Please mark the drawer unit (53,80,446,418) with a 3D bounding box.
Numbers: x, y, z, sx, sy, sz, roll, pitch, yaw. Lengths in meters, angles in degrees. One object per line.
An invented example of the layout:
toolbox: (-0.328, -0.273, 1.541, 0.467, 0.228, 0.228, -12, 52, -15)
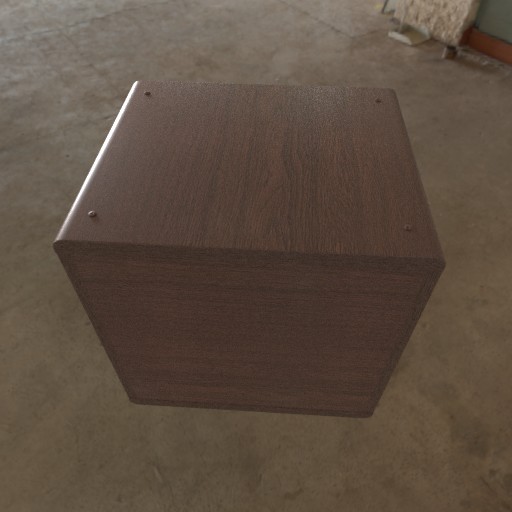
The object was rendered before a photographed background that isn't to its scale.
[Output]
drawer unit: (0.000, 0.000, 0.602, 0.344, 0.344, 0.290, 3, 48, 2)
